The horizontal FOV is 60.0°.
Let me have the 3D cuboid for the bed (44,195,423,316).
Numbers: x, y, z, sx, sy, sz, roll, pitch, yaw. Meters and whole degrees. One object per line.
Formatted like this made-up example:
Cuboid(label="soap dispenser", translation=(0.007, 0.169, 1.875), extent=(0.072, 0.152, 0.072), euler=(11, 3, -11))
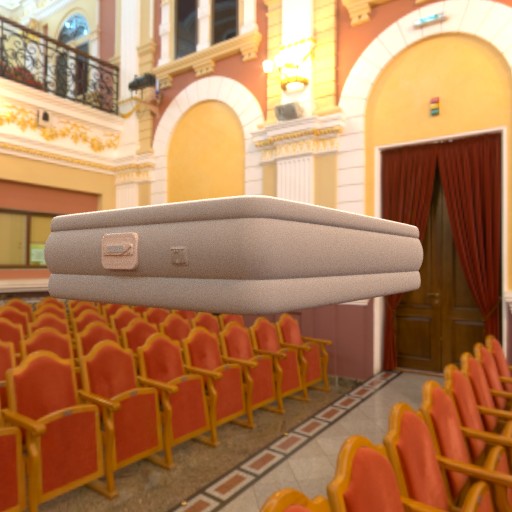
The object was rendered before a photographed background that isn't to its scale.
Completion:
Cuboid(label="bed", translation=(0.000, 0.000, 2.721), extent=(1.520, 0.460, 2.036), euler=(0, -1, 36))
